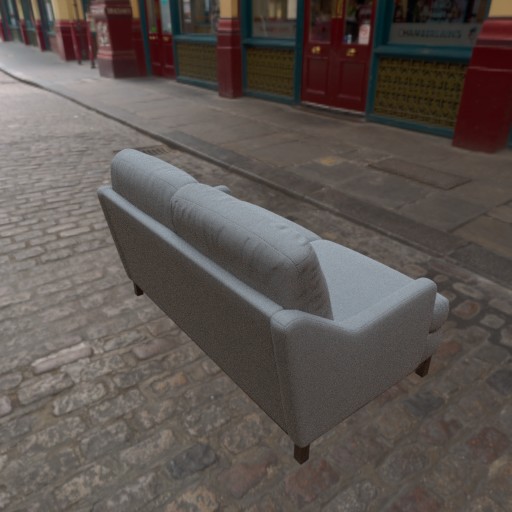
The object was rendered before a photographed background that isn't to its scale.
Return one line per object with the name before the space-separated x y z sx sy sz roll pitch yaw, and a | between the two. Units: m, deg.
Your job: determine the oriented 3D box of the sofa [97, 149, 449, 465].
sofa | 0.000 0.000 2.200 0.987 0.921 1.589 -19 33 -33
